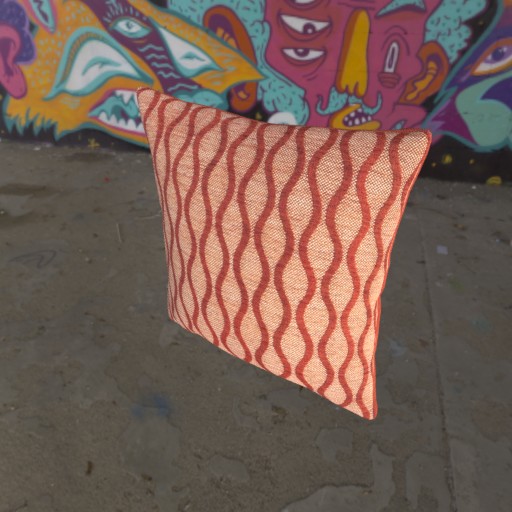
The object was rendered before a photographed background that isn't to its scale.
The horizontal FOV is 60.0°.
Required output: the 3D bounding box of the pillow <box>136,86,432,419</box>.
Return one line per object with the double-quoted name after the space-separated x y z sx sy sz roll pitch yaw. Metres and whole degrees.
0.000 0.000 0.653 0.429 0.434 0.159 20 37 28 "pillow"
